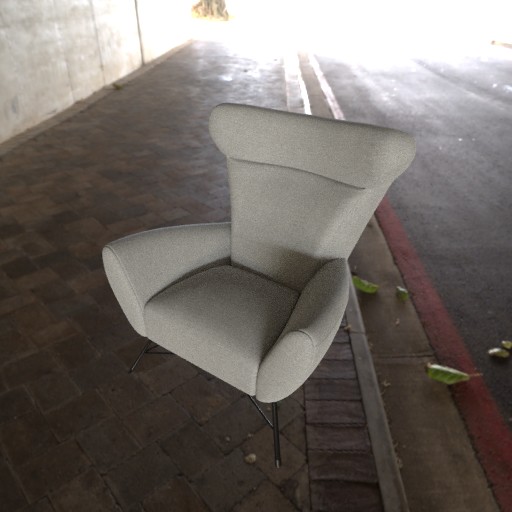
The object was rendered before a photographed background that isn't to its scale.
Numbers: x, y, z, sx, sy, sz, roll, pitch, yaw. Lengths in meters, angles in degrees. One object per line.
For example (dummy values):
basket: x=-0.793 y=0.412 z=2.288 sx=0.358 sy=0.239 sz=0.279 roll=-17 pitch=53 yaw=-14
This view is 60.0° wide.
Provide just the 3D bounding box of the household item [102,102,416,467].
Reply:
household item: x=0.000 y=0.000 z=1.842 sx=0.980 sy=1.050 sz=0.900 roll=20 pitch=36 yaw=30
